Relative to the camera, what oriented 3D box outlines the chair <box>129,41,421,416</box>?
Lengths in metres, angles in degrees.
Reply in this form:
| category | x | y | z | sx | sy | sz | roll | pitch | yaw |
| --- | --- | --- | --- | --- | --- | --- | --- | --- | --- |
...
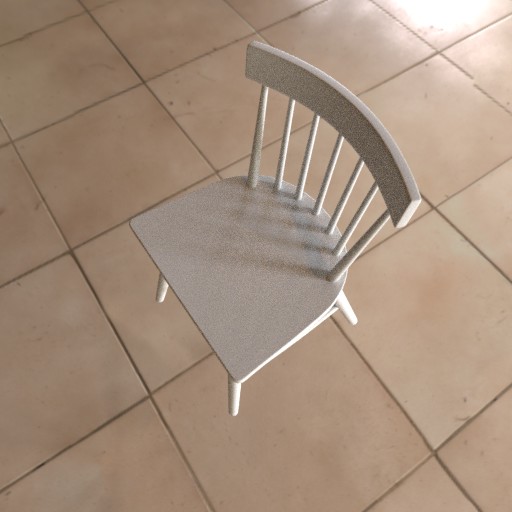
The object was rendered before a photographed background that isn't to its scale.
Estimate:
| category | x | y | z | sx | sy | sz | roll | pitch | yaw |
| --- | --- | --- | --- | --- | --- | --- | --- | --- | --- |
| chair | 0.000 | 0.000 | 1.106 | 0.500 | 0.787 | 0.483 | -32 | 67 | -15 |
